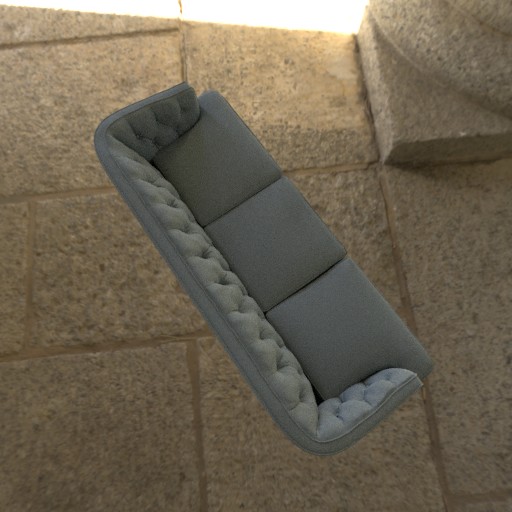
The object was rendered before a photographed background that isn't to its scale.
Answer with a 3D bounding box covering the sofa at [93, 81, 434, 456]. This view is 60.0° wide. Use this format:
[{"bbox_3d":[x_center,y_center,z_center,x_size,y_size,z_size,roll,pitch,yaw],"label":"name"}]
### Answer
[{"bbox_3d":[0.000,0.000,2.715,0.941,0.855,2.278,-34,77,-9],"label":"sofa"}]
